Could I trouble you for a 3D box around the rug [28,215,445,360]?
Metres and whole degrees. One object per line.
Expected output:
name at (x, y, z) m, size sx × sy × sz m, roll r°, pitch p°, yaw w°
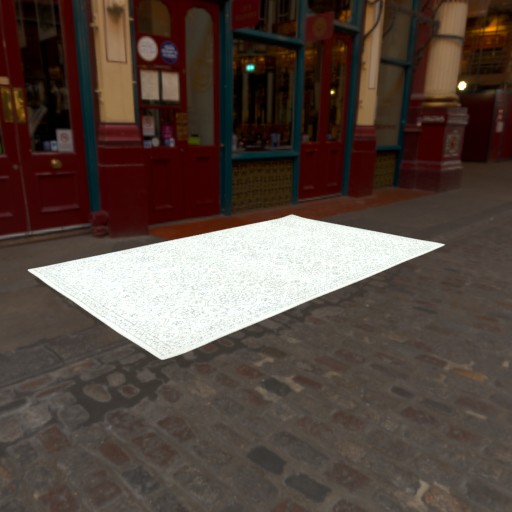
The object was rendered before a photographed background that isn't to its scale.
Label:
rug at (0.000, 0.000, 2.987) m, size 2.434 × 0.023 × 1.518 m, roll -15°, pitch 22°, yaw -42°
